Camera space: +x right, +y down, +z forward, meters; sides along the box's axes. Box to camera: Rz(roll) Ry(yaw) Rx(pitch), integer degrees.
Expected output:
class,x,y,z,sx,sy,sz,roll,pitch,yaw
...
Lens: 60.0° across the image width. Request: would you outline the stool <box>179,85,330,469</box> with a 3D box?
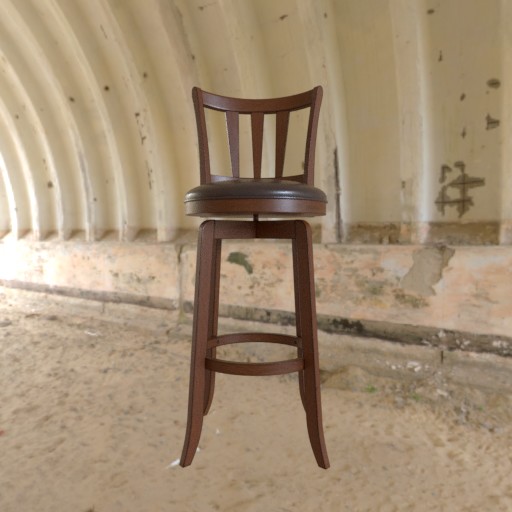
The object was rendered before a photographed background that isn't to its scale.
class,x,y,z,sx,sy,sz,roll,pitch,yaw
stool,0.000,0.000,1.432,0.464,1.177,0.503,0,3,1
